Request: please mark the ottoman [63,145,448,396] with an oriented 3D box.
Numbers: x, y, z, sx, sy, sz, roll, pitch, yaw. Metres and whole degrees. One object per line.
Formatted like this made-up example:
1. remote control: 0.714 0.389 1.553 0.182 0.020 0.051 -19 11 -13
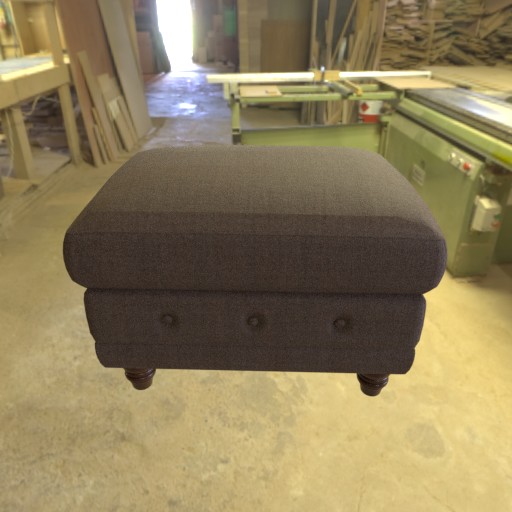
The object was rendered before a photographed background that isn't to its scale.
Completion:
1. ottoman: 0.000 0.000 1.237 0.809 0.555 0.599 1 28 2
